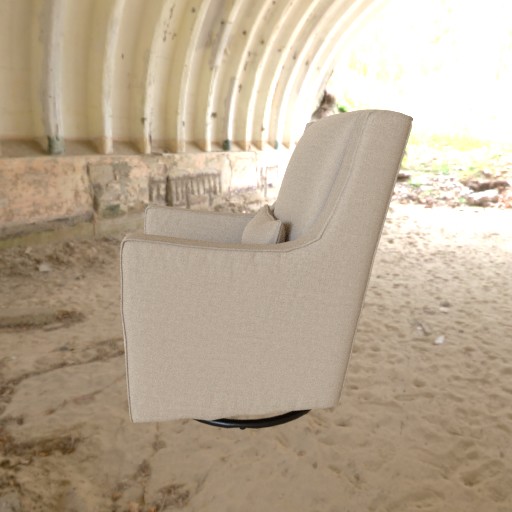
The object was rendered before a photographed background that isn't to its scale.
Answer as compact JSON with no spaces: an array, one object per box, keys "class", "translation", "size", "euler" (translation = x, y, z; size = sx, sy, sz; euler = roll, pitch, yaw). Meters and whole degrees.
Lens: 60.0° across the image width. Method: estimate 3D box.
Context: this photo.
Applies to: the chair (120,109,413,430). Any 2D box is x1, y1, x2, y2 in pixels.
[{"class":"chair","translation":[0.000,0.000,1.592],"size":[0.879,0.993,0.732],"euler":[-2,14,-8]}]
